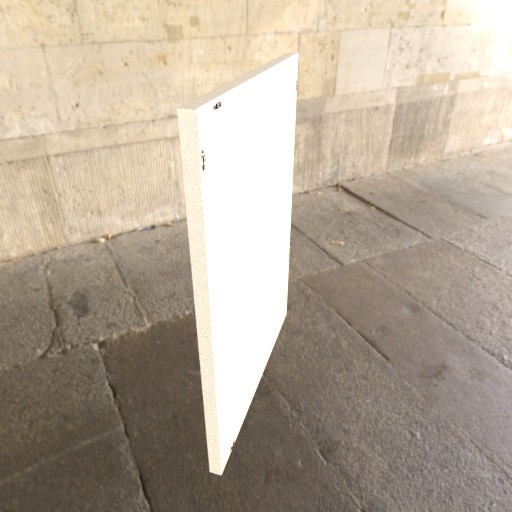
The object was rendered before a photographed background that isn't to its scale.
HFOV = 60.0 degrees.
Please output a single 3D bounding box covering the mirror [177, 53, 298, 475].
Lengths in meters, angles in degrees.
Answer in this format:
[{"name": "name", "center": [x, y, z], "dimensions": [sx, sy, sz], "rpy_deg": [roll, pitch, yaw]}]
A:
[{"name": "mirror", "center": [0.000, 0.000, 1.313], "dimensions": [0.040, 1.016, 0.762], "rpy_deg": [9, 33, 15]}]
